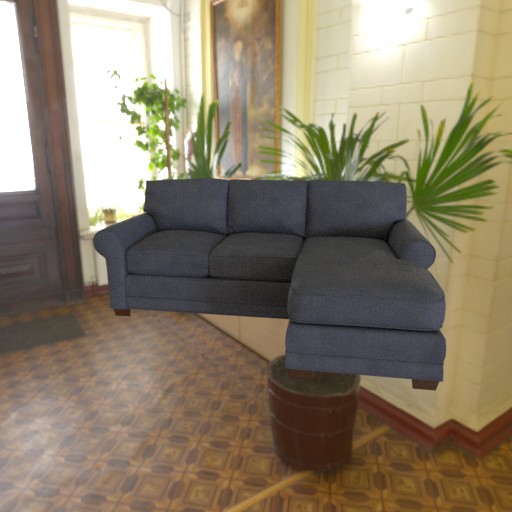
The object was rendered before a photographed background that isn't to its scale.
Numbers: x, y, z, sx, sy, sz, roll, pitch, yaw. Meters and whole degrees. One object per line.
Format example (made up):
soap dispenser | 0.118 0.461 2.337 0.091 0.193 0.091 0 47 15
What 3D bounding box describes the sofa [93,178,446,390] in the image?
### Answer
sofa | 0.000 0.000 3.391 2.567 1.063 1.780 2 15 9
